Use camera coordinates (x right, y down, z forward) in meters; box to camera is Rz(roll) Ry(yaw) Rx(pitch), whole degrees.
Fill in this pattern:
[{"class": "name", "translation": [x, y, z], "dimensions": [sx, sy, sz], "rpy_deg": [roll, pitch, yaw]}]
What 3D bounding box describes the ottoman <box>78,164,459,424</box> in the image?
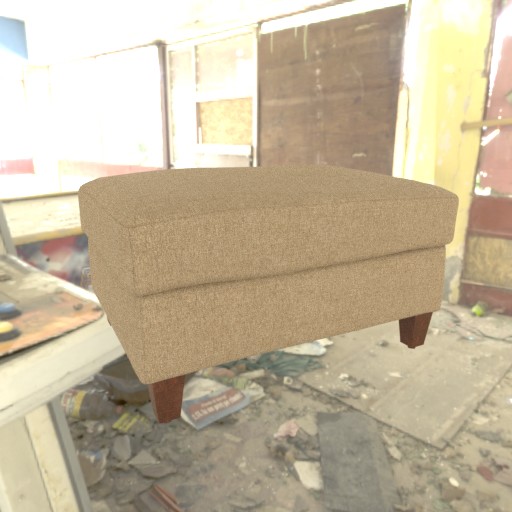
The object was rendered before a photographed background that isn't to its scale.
[{"class": "ottoman", "translation": [0.000, 0.000, 1.301], "dimensions": [0.889, 0.511, 0.692], "rpy_deg": [-8, 17, -27]}]
